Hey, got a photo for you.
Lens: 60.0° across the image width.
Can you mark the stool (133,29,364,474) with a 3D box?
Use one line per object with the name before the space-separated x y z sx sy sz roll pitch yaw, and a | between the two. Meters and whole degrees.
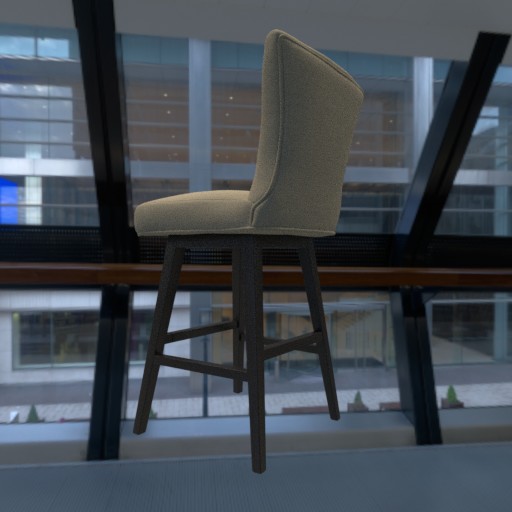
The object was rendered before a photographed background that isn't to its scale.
stool | 0.000 0.000 1.387 0.574 1.086 0.514 1 1 36
